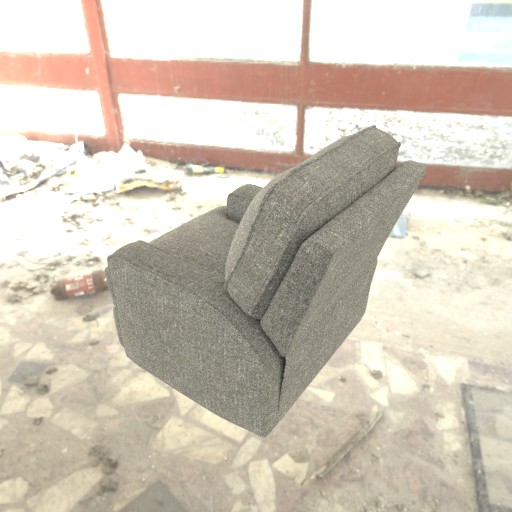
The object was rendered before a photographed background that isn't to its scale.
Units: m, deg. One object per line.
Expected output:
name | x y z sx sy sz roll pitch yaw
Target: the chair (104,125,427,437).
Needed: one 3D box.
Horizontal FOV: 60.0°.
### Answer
chair | 0.000 0.000 1.725 0.964 0.962 0.861 20 36 30
